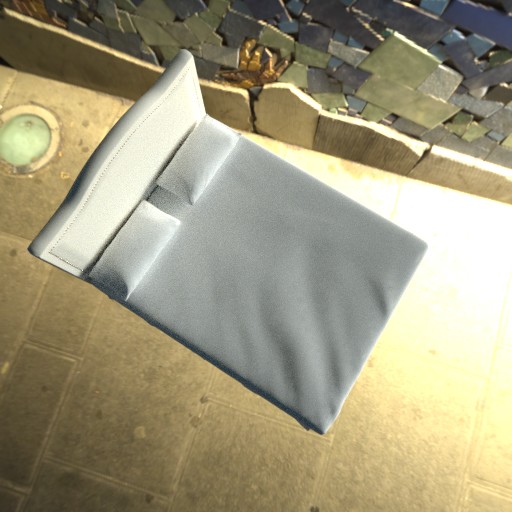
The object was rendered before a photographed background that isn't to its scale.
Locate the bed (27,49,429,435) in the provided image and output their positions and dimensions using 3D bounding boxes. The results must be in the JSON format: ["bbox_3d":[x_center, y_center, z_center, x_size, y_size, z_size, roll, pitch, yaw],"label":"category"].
[{"bbox_3d":[0.000,0.000,3.357,2.282,1.436,1.821,32,79,7],"label":"bed"}]
